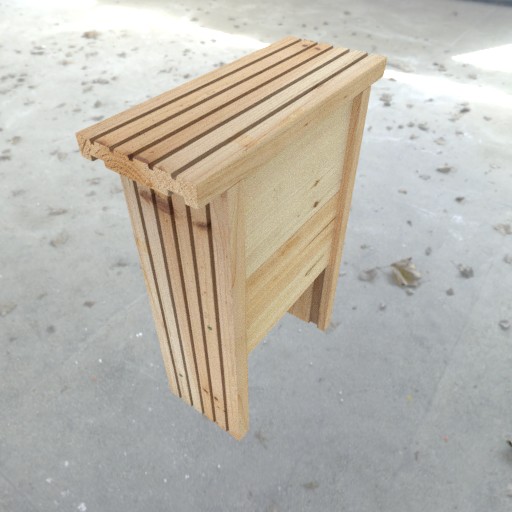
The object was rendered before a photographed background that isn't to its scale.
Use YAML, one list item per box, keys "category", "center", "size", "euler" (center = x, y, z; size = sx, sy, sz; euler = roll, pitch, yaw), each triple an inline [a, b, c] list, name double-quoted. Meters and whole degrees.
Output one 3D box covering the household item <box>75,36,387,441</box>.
- category: "household item"
  center: [0.000, 0.000, 0.536]
  size: [0.123, 0.407, 0.301]
  euler: [26, 48, 26]
